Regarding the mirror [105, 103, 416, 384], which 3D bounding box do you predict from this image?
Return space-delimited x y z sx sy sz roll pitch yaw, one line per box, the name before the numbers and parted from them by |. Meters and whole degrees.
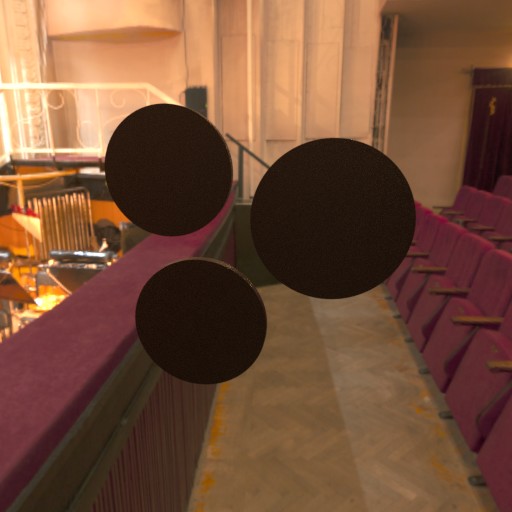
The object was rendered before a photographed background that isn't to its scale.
mirror | 0.000 0.000 3.200 2.160 2.096 0.076 2 15 7
